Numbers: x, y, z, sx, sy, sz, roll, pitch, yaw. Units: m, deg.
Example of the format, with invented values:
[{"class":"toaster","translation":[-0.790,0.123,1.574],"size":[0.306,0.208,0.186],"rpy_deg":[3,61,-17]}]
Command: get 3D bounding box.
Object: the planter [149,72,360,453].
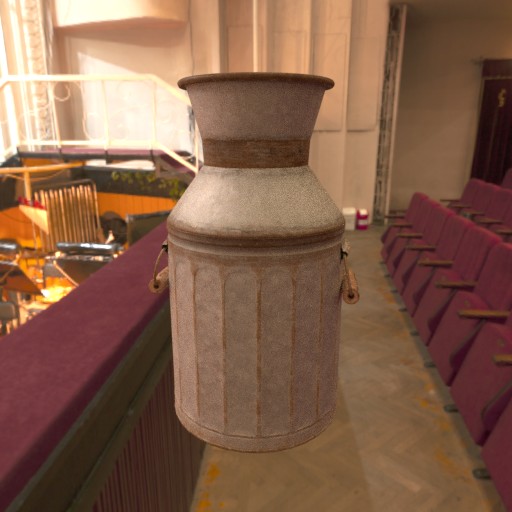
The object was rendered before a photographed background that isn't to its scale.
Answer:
[{"class":"planter","translation":[0.000,0.000,0.539],"size":[0.245,0.396,0.214],"rpy_deg":[2,16,8]}]
